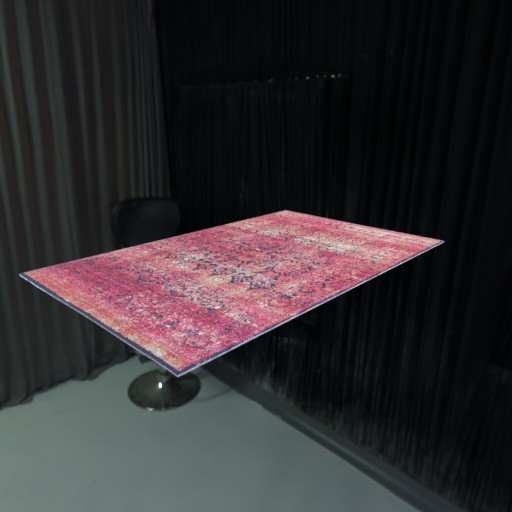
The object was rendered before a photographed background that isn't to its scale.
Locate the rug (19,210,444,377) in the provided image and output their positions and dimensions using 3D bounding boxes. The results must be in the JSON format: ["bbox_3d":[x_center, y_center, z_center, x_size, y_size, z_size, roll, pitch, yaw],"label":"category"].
[{"bbox_3d":[0.000,0.000,2.953,1.539,0.018,2.449,16,24,41],"label":"rug"}]
